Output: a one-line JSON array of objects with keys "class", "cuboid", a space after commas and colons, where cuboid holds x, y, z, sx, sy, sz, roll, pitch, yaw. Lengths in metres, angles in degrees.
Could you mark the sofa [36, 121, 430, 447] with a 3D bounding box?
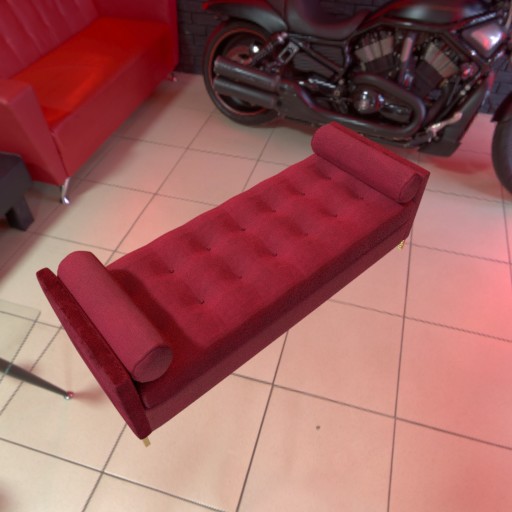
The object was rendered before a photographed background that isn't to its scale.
[{"class": "sofa", "cuboid": [0.000, 0.000, 2.547, 2.102, 0.705, 0.796, -32, 55, -27]}]
